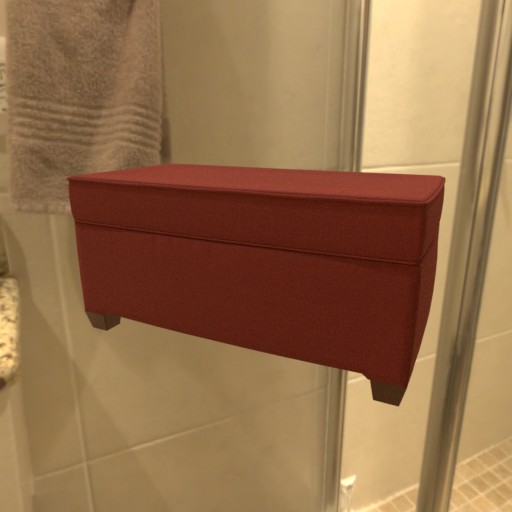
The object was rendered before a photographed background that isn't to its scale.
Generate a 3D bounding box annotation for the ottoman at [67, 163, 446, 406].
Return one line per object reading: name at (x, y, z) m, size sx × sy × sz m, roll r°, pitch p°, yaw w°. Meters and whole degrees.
ottoman at (0.000, 0.000, 1.265) m, size 0.948 × 0.454 × 0.497 m, roll 8°, pitch 18°, yaw 25°
